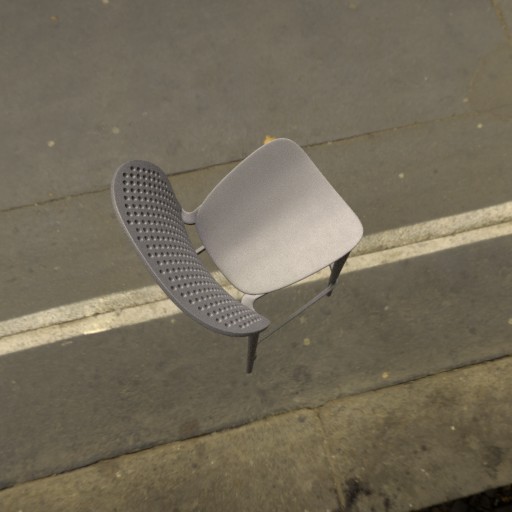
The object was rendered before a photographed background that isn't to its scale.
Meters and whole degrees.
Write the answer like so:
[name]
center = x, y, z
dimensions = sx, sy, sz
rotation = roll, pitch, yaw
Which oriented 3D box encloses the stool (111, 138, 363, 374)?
[stool]
center = 0.000, 0.000, 1.377
dimensions = 0.535, 1.045, 0.536
rotation = -34, 77, -9
